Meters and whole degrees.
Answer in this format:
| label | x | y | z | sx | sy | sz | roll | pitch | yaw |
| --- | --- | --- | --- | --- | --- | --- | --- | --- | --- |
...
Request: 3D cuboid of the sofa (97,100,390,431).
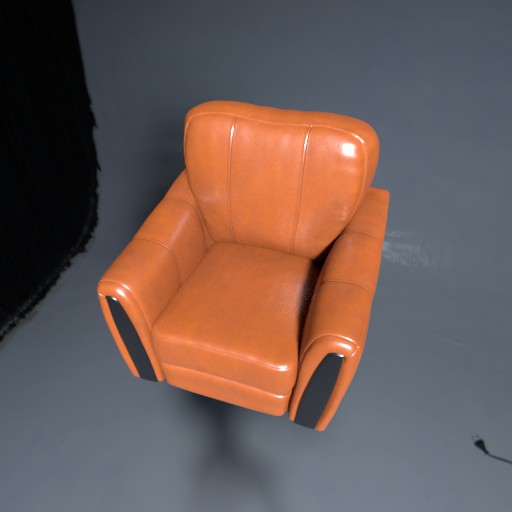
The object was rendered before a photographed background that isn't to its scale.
| label | x | y | z | sx | sy | sz | roll | pitch | yaw |
| --- | --- | --- | --- | --- | --- | --- | --- | --- | --- |
| sofa | 0.000 | 0.000 | 1.559 | 0.836 | 0.876 | 0.789 | 12 | 41 | 14 |
